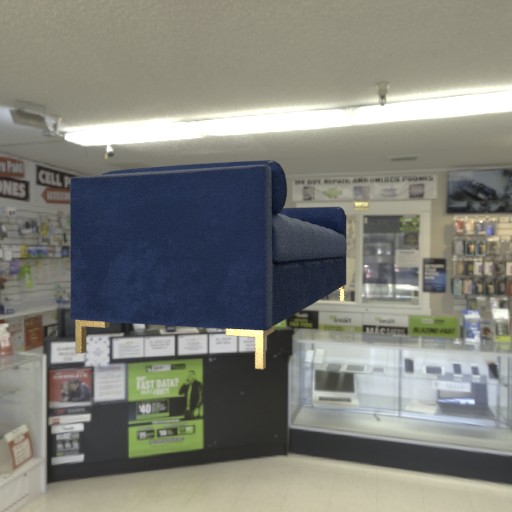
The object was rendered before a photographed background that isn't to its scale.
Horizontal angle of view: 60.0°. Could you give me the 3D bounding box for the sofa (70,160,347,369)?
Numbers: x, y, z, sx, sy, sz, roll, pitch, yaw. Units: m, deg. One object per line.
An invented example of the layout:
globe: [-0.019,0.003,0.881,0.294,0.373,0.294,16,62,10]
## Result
sofa: [0.000,0.000,2.503,0.796,0.705,2.102,0,1,18]
